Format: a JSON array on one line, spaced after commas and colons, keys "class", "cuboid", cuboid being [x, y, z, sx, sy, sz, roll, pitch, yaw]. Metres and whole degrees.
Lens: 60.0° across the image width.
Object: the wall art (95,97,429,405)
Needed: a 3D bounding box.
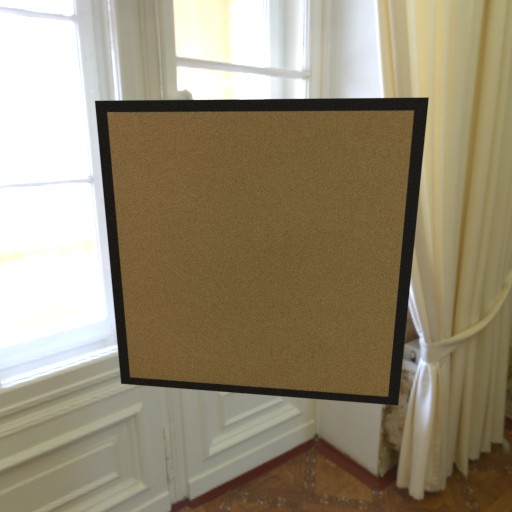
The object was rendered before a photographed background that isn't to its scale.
[{"class": "wall art", "cuboid": [0.000, 0.000, 0.458, 0.305, 0.304, 0.033, 2, 16, 7]}]
